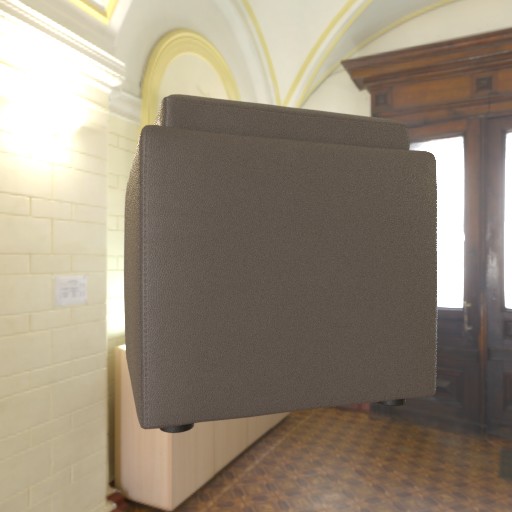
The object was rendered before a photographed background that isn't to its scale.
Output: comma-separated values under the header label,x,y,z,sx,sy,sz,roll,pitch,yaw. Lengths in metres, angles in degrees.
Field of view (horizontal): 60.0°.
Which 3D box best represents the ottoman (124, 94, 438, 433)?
label,x,y,z,sx,sy,sz,roll,pitch,yaw
ottoman,0.000,0.000,0.806,0.450,0.460,0.451,0,-1,-18
